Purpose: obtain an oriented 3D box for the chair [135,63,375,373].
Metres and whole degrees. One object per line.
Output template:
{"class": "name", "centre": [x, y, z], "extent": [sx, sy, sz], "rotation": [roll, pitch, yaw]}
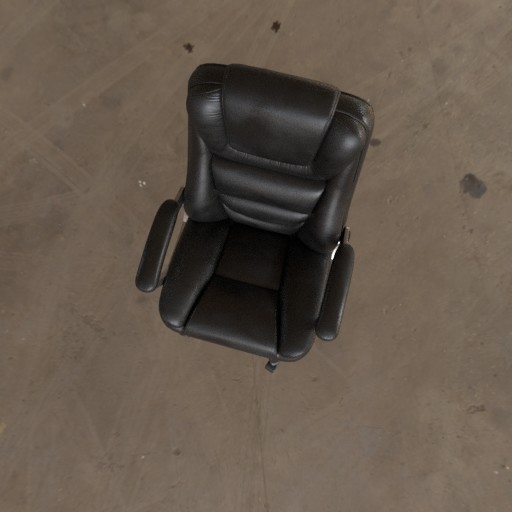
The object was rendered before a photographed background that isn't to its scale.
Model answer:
{"class": "chair", "centre": [0.000, 0.000, 1.480], "extent": [0.697, 1.075, 0.689], "rotation": [15, 75, 4]}
